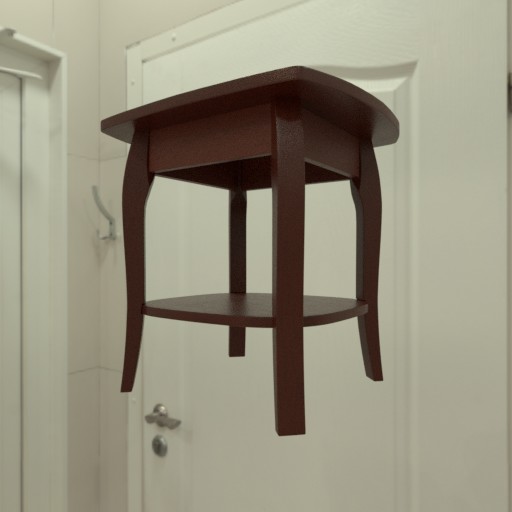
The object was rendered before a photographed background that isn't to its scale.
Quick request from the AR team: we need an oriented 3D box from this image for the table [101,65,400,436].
[{"bbox_3d":[0.000,0.000,0.858,0.502,0.496,0.433,0,0,35],"label":"table"}]
